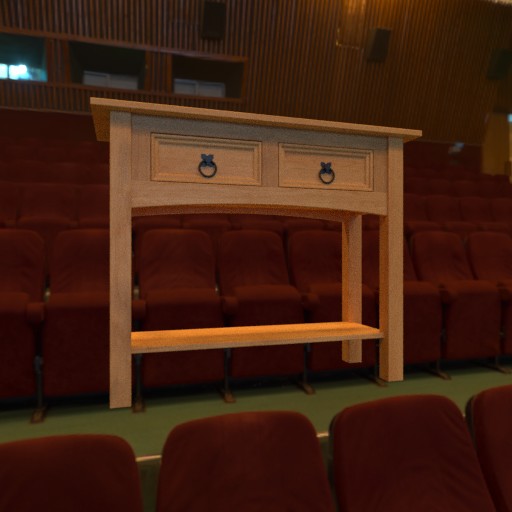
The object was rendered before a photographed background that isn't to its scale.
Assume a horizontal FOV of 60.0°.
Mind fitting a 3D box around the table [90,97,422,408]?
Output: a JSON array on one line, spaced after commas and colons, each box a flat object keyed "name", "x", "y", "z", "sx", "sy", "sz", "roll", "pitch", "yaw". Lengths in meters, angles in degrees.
[{"name": "table", "x": 0.000, "y": 0.000, "z": 1.310, "sx": 0.900, "sy": 0.728, "sz": 0.340, "roll": 0, "pitch": 0, "yaw": -17}]
